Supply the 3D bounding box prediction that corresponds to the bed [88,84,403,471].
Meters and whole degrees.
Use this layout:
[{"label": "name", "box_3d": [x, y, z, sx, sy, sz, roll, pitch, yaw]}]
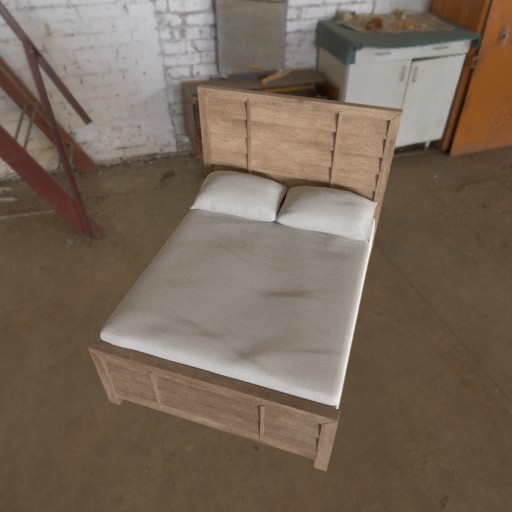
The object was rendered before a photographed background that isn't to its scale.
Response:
[{"label": "bed", "box_3d": [0.000, 0.000, 3.255, 1.615, 1.631, 2.017, 12, 43, 14]}]
